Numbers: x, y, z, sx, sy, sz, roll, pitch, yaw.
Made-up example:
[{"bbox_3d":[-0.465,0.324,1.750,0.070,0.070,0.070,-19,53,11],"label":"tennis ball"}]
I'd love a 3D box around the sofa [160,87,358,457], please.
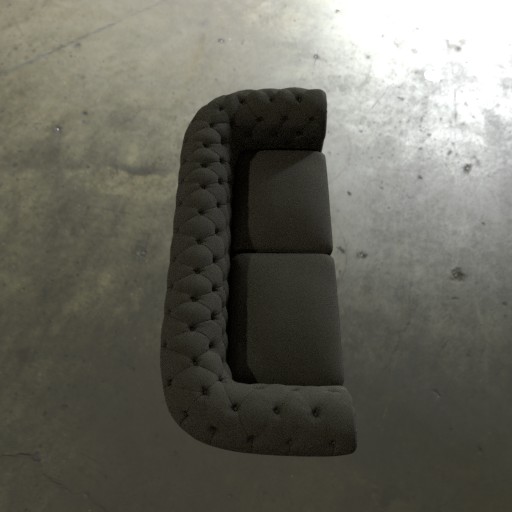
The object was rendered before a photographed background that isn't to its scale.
[{"bbox_3d":[0.000,0.000,2.837,0.991,0.762,2.362,0,63,0],"label":"sofa"}]
